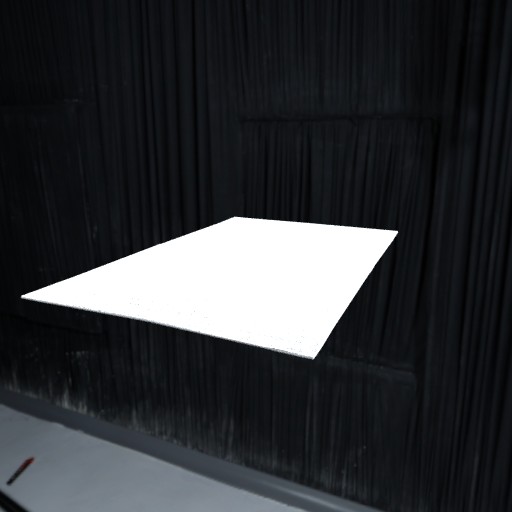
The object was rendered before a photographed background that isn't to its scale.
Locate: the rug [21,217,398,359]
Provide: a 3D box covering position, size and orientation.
[{"bbox_3d":[0.000,0.000,2.220,1.149,0.021,1.773,7,17,24],"label":"rug"}]
